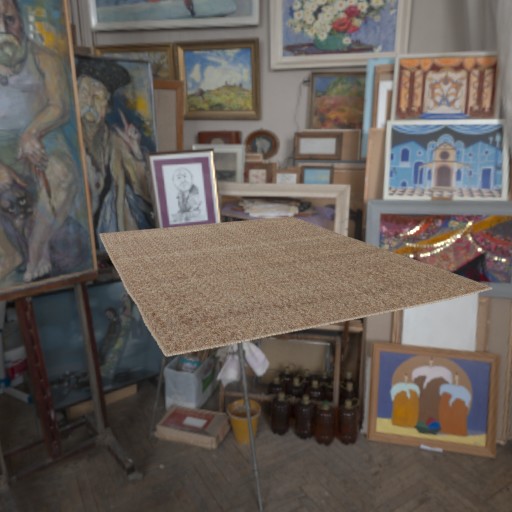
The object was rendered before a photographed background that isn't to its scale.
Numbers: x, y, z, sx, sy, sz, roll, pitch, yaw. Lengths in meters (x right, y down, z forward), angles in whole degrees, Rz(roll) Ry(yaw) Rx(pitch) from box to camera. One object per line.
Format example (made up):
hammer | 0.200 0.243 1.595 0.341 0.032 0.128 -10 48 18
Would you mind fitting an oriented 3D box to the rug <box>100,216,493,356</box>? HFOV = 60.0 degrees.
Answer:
rug | 0.000 0.000 4.037 2.439 0.013 3.048 -7 17 -24
